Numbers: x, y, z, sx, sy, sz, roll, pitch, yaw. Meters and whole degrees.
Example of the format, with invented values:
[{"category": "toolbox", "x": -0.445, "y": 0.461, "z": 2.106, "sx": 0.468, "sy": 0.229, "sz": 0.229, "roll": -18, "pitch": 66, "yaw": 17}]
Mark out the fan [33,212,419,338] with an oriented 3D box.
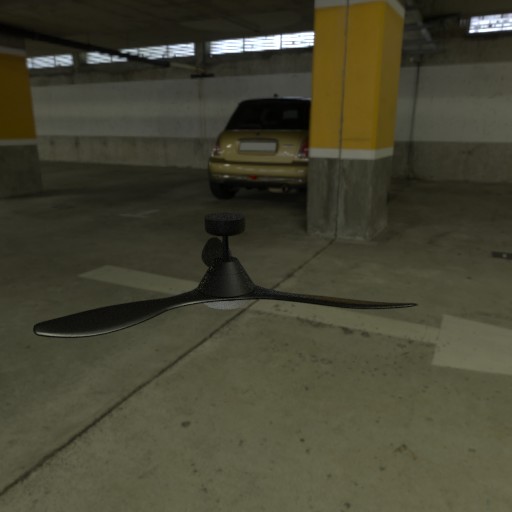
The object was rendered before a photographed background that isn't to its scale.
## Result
[{"category": "fan", "x": 0.000, "y": 0.000, "z": 1.588, "sx": 1.067, "sy": 0.305, "sz": 1.067, "roll": 2, "pitch": 17, "yaw": 8}]
